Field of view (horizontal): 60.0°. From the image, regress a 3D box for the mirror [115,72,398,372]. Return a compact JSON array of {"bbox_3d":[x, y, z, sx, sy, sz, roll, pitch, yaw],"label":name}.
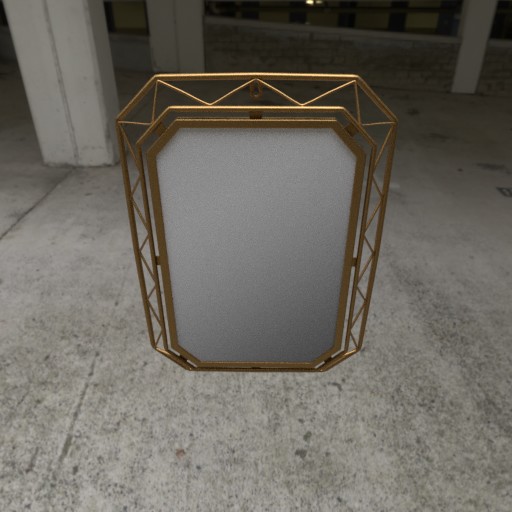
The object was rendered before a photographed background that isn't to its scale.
[{"bbox_3d":[0.000,0.000,0.737,0.417,0.566,0.042,0,31,1],"label":"mirror"}]
